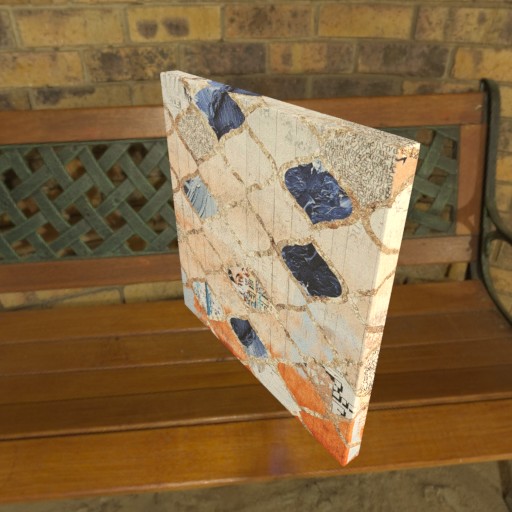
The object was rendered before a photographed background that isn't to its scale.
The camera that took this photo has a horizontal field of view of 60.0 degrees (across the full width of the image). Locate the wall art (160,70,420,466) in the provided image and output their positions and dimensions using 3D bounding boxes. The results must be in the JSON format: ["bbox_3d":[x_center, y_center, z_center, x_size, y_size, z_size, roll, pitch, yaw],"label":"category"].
[{"bbox_3d":[0.000,0.000,0.735,0.038,0.508,0.507,-22,38,-30],"label":"wall art"}]
